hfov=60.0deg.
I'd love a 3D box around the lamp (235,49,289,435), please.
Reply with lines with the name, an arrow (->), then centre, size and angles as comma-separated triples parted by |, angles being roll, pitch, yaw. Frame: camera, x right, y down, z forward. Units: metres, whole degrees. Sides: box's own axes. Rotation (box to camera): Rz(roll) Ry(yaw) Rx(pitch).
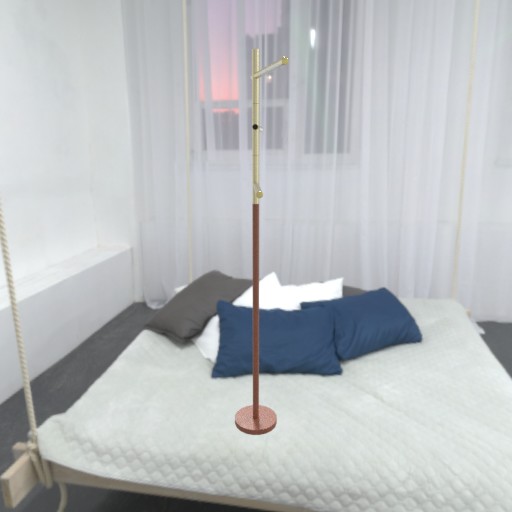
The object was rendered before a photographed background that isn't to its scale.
lamp -> 0.000, 0.000, 1.983 | 0.209, 1.704, 0.737 | -2, 15, -9
